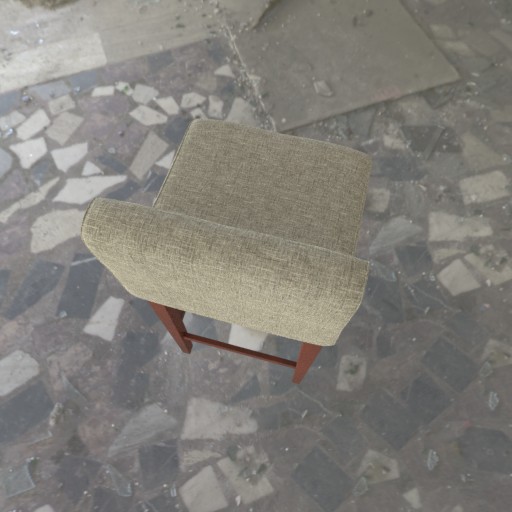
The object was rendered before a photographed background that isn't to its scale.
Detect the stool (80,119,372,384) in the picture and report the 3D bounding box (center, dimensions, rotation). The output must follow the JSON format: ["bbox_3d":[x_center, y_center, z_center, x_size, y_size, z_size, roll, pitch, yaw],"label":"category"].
[{"bbox_3d":[0.000,0.000,1.064,0.417,0.835,0.459,14,65,7],"label":"stool"}]
